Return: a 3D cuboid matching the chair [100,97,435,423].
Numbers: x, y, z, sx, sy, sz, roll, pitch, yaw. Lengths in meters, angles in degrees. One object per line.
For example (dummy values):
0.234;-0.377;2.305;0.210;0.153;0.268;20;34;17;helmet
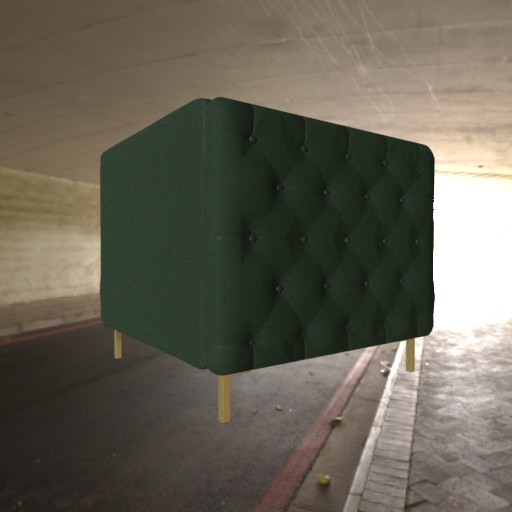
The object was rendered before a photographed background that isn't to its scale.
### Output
0.000;0.000;1.569;0.855;0.768;0.917;-1;1;-36;chair
